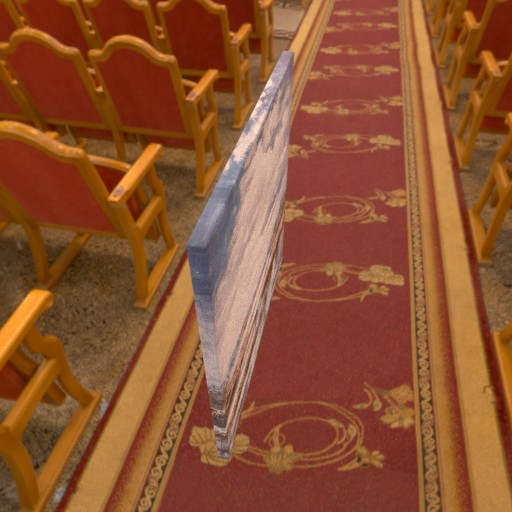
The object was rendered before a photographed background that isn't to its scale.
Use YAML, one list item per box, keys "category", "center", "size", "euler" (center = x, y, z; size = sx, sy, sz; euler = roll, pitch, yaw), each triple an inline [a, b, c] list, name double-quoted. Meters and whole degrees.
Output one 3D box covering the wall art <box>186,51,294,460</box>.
- category: "wall art"
  center: [0.000, 0.000, 1.538]
  size: [0.040, 1.020, 1.010]
  euler: [9, 45, 9]
